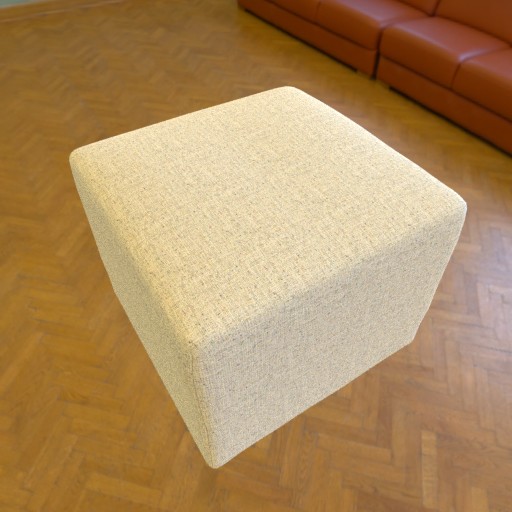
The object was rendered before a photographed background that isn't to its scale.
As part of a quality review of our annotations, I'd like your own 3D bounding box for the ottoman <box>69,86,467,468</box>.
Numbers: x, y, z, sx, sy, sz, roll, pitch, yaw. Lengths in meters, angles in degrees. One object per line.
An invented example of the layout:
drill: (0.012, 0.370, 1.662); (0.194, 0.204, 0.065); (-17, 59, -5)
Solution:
ottoman: (0.000, 0.000, 0.893); (0.521, 0.453, 0.512); (-25, 51, -22)
